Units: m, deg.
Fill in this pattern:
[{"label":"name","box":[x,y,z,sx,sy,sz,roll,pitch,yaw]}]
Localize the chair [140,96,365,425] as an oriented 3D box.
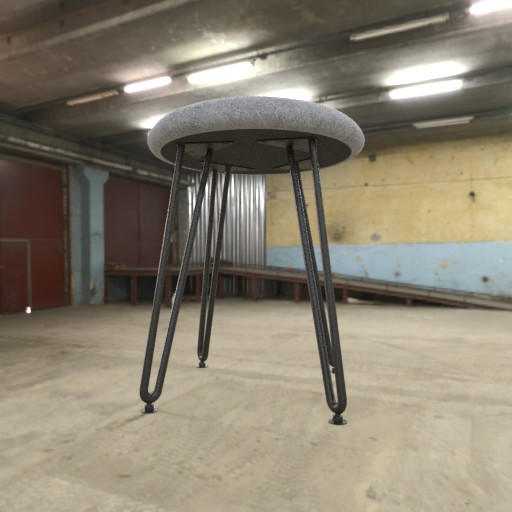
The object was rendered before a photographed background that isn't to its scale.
[{"label":"chair","box":[0.000,0.000,0.647,0.350,0.386,0.350,0,-1,-35]}]
